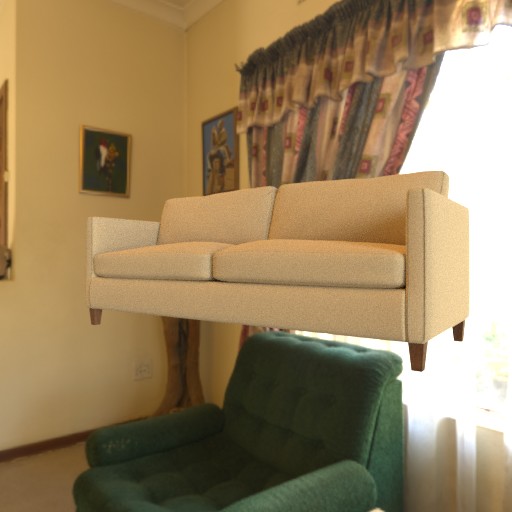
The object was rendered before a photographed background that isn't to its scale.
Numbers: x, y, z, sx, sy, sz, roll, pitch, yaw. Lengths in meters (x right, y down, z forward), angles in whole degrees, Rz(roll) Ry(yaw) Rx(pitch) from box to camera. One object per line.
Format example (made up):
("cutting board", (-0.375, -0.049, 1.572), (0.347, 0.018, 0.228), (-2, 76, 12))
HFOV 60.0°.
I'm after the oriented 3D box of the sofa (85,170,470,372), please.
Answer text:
("sofa", (0.000, 0.000, 2.834), (2.361, 0.968, 0.951), (0, 0, 35))
